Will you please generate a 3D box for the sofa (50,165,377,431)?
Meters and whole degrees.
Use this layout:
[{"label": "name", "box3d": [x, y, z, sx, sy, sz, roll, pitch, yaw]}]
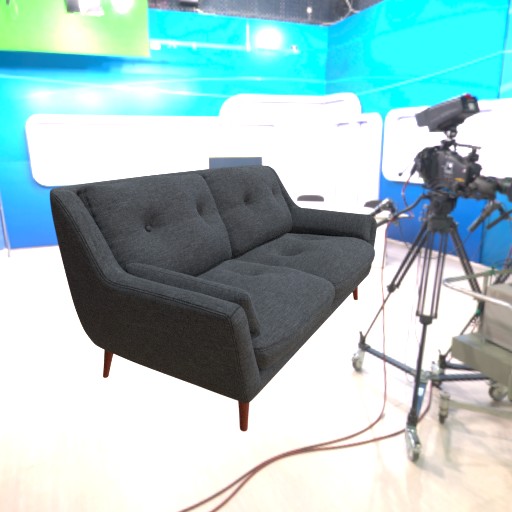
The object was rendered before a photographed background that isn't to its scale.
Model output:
[{"label": "sofa", "box3d": [0.000, 0.000, 2.397, 0.975, 0.896, 1.929, 8, 17, 27]}]
